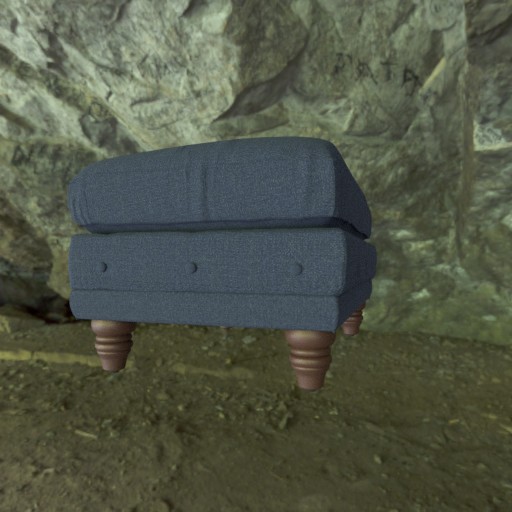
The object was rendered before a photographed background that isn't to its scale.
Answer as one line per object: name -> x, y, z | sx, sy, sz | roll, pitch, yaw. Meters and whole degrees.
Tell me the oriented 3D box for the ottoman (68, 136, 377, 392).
ottoman -> 0.000, 0.000, 1.140 | 0.558, 0.486, 0.767 | 0, -1, 19
